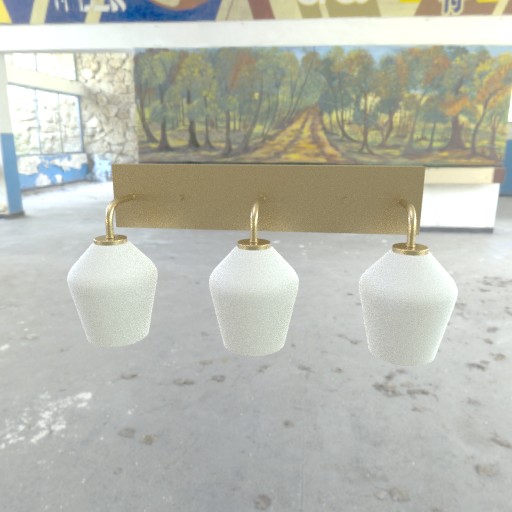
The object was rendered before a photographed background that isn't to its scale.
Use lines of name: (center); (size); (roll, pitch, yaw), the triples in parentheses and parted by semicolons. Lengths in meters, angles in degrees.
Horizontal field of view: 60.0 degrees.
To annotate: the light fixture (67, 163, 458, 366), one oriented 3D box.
light fixture: (0.000, 0.000, 0.716); (0.609, 0.280, 0.190); (2, 15, 7)
